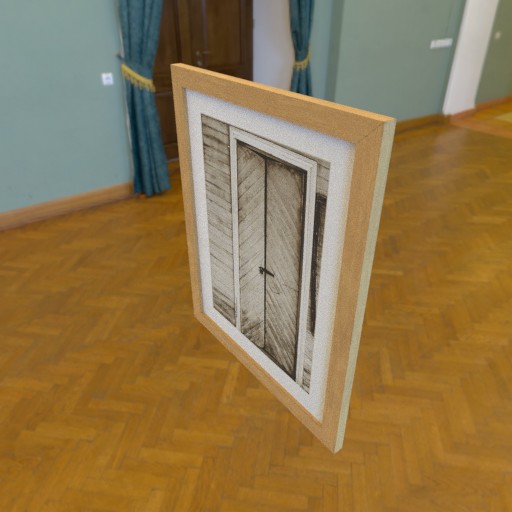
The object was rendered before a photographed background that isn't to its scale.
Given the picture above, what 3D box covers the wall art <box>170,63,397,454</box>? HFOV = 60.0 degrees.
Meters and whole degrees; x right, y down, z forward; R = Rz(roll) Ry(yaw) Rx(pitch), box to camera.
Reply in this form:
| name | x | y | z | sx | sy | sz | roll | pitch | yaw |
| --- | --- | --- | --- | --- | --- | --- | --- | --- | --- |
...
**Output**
| name | x | y | z | sx | sy | sz | roll | pitch | yaw |
| --- | --- | --- | --- | --- | --- | --- | --- | --- | --- |
| wall art | 0.000 | 0.000 | 0.765 | 0.020 | 0.561 | 0.460 | -22 | 38 | -31 |
